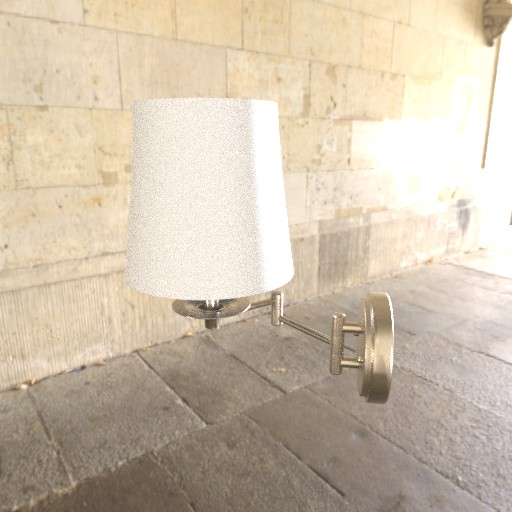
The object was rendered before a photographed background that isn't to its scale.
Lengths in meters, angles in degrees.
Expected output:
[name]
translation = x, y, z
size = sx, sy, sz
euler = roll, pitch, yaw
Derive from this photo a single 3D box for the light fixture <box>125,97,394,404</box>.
[light fixture]
translation = 0.000, 0.000, 0.584
size = 0.348, 0.381, 0.223
euler = 2, 15, 8
